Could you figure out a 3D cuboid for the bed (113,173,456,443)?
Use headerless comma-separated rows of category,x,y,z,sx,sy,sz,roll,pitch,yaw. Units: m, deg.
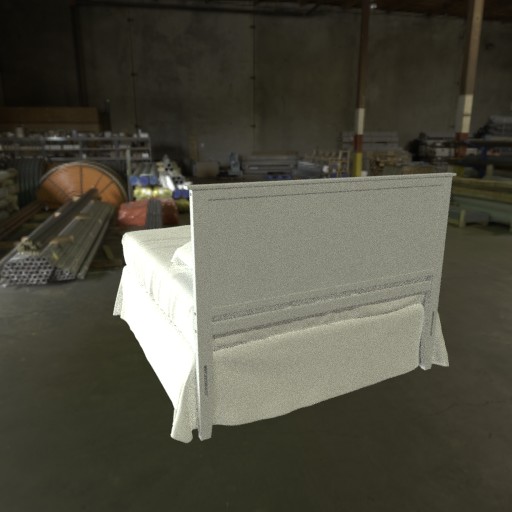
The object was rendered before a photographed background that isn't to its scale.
bed,0.000,0.000,3.249,1.876,1.269,2.047,-7,17,-26
